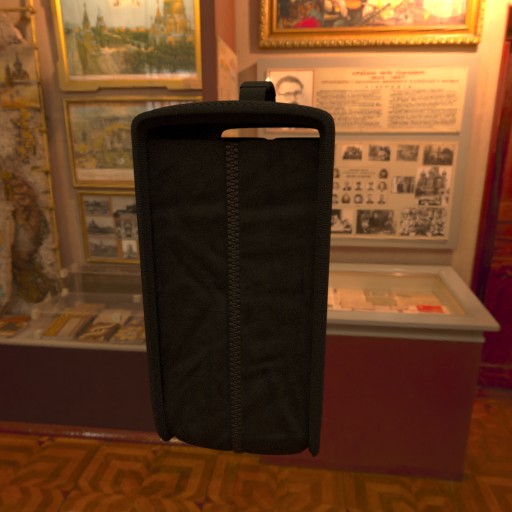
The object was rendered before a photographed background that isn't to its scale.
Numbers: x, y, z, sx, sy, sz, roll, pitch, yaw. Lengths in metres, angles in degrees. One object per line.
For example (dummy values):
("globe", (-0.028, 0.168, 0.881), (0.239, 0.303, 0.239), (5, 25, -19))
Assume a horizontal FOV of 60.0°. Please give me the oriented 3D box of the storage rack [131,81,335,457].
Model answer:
("storage rack", (0.000, 0.000, 0.526), (0.168, 0.387, 0.297), (2, 16, 8))
